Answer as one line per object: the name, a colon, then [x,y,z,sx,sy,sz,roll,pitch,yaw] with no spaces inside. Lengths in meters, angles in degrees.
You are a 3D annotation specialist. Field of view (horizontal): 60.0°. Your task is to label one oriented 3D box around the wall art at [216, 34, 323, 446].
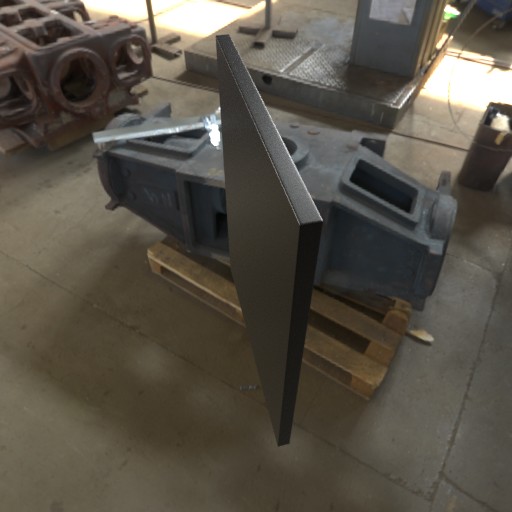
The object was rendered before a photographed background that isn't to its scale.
wall art: [0.000,0.000,1.615,0.053,1.194,0.950,-10,48,-9]
